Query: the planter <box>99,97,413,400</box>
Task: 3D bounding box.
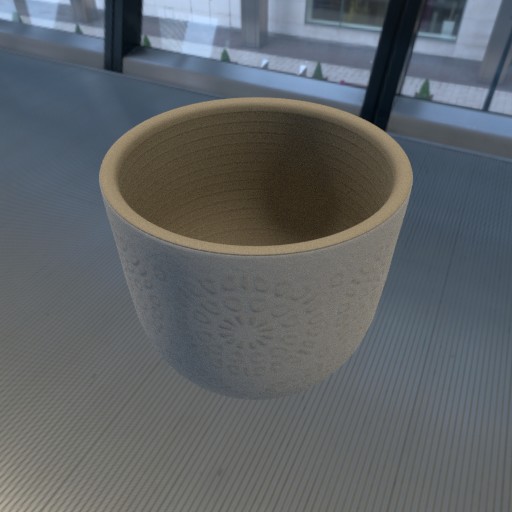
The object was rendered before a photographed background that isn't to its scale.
[{"bbox_3d":[0.000,0.000,0.217,0.124,0.109,0.124,0,41,0],"label":"planter"}]
